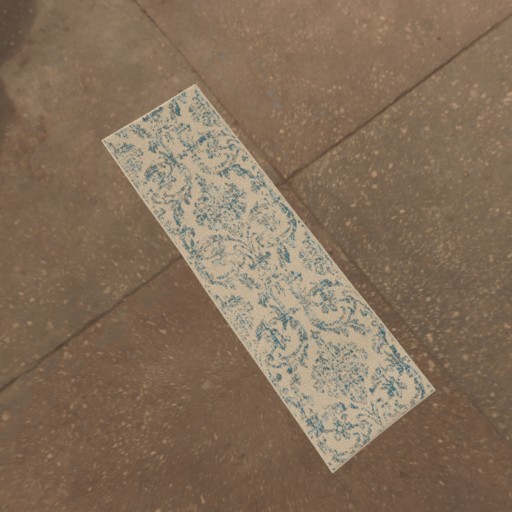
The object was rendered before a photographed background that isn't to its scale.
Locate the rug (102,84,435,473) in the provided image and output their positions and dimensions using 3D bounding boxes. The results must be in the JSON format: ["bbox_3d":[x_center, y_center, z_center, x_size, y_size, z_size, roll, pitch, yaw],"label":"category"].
[{"bbox_3d":[0.000,0.000,2.416,0.662,0.011,2.196,-35,78,-9],"label":"rug"}]
